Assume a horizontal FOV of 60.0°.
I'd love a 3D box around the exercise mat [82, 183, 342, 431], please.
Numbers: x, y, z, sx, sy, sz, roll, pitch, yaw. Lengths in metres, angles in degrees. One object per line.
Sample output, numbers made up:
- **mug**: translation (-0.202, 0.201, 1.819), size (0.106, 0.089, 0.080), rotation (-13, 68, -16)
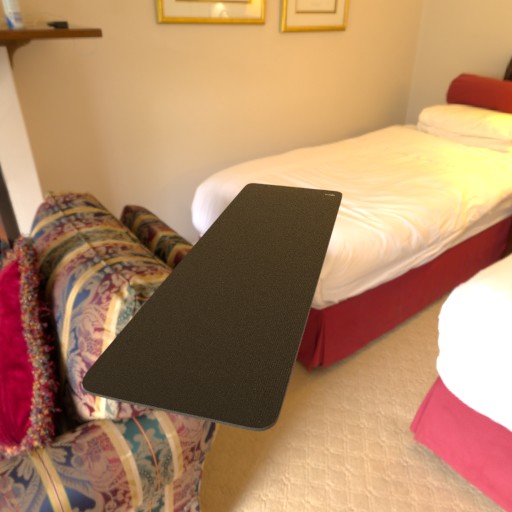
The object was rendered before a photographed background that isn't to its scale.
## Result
- **exercise mat**: translation (0.000, 0.000, 2.045), size (0.616, 0.021, 1.869), rotation (8, 30, 13)
